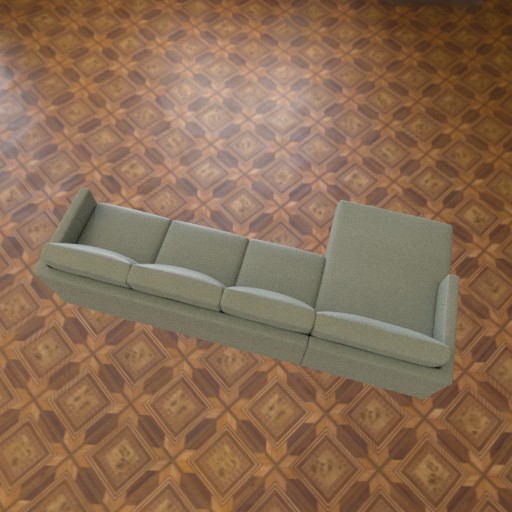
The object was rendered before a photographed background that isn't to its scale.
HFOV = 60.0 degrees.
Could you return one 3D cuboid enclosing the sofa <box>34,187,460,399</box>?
[{"bbox_3d":[0.000,0.000,4.068,3.470,0.953,1.600,14,63,7],"label":"sofa"}]
